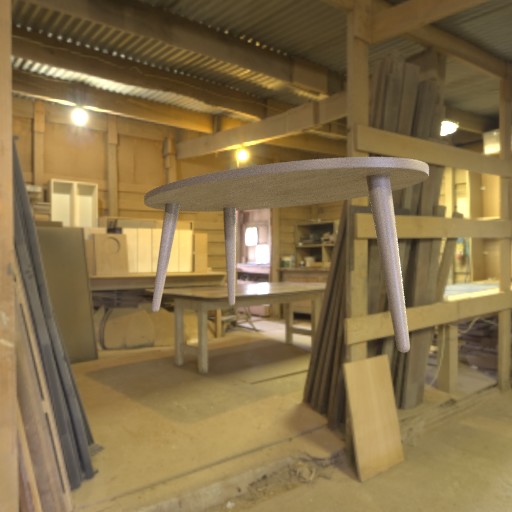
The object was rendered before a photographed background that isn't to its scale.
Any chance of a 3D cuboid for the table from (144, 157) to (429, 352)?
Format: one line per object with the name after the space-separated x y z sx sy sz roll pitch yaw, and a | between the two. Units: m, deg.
0.000 0.000 1.322 0.542 0.390 1.083 0 1 -36 | table
